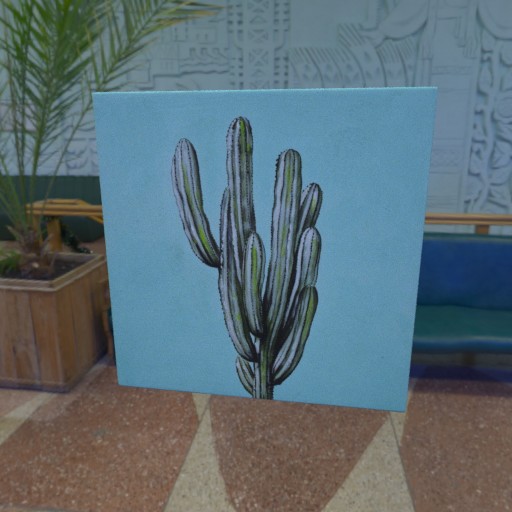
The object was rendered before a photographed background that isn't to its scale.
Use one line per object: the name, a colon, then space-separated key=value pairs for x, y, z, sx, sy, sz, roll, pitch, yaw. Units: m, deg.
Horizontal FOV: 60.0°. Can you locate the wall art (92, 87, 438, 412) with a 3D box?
wall art: x=0.000 y=0.000 z=1.092 sx=0.765 sy=0.766 sz=0.054 roll=2 pitch=15 yaw=9
